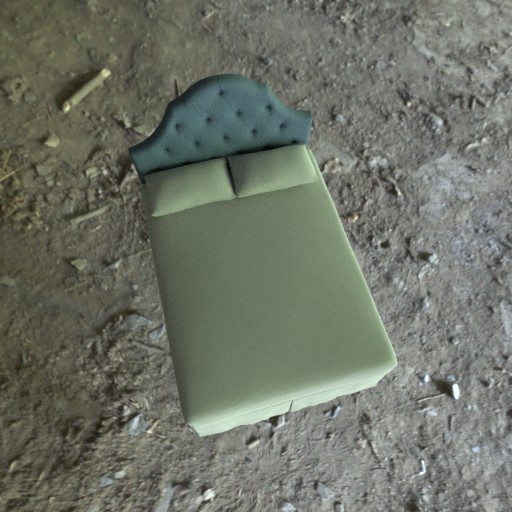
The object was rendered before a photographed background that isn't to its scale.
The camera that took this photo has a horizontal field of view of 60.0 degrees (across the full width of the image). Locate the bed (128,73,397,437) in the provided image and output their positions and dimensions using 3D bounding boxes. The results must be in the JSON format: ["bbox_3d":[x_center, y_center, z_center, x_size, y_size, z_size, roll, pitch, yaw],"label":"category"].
[{"bbox_3d":[0.000,0.000,3.366,1.636,1.575,2.155,-14,65,-7],"label":"bed"}]
